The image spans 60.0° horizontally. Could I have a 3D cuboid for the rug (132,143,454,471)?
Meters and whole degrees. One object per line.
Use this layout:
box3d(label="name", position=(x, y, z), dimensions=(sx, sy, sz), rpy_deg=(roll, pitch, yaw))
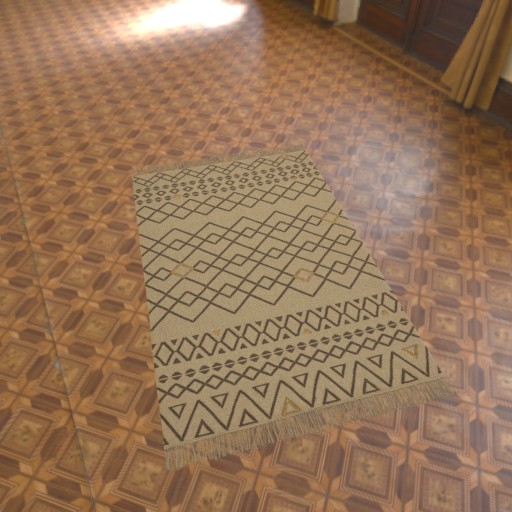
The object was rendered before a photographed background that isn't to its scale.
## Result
box3d(label="rug", position=(0.000, 0.000, 2.981), dimensions=(1.495, 0.035, 2.472), rpy_deg=(-11, 47, -10))
